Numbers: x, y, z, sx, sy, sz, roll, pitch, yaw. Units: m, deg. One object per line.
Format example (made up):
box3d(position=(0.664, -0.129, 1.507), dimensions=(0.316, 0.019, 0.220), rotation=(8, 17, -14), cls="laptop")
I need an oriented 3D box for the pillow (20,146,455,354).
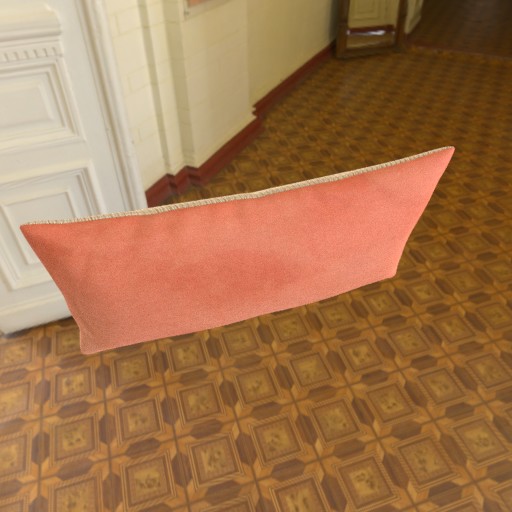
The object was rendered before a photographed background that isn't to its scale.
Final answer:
box3d(position=(0.000, 0.000, 0.707), dimensions=(0.608, 0.307, 0.155), rotation=(-13, 43, -14), cls="pillow")
